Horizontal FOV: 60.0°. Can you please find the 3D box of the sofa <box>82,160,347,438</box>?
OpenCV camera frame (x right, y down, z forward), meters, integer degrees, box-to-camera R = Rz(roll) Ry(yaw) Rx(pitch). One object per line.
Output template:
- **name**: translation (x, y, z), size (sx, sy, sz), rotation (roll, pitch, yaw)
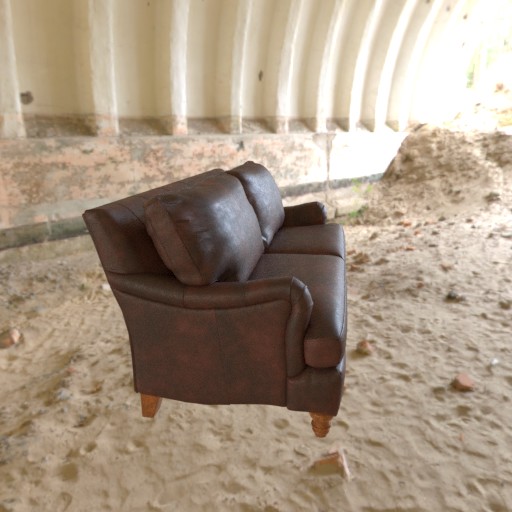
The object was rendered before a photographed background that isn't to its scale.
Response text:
- **sofa**: translation (0.000, 0.000, 2.853), size (1.147, 1.071, 2.144), rotation (3, 16, 10)
